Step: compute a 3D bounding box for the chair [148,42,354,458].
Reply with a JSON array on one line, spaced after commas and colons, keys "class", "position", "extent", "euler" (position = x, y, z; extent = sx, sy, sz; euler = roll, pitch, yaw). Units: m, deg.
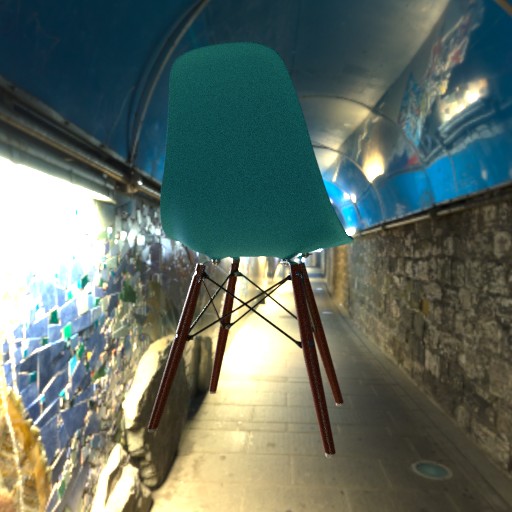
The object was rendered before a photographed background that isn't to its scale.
[{"class": "chair", "position": [0.000, 0.000, 1.117], "extent": [0.470, 0.826, 0.533], "euler": [0, 0, 16]}]
